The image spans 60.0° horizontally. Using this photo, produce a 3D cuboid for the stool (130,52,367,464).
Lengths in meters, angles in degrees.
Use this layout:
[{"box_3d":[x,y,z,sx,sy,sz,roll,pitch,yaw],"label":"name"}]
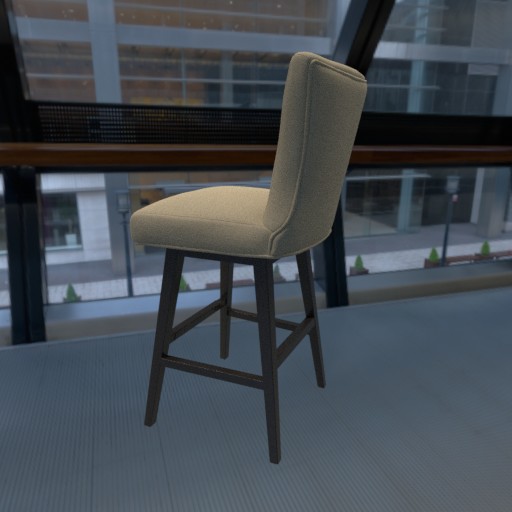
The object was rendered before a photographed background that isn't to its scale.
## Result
[{"box_3d":[0.000,0.000,1.390,0.574,1.086,0.514,8,18,25],"label":"stool"}]
